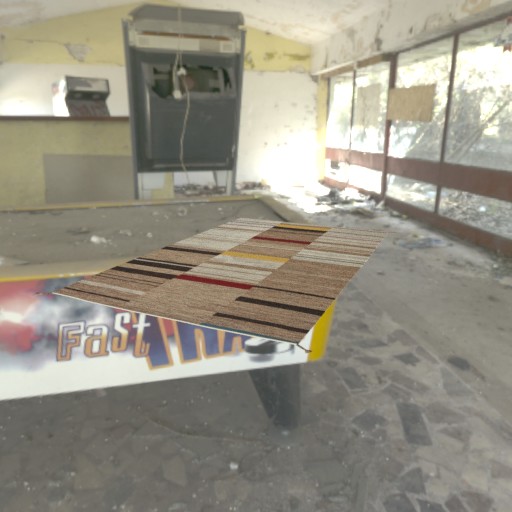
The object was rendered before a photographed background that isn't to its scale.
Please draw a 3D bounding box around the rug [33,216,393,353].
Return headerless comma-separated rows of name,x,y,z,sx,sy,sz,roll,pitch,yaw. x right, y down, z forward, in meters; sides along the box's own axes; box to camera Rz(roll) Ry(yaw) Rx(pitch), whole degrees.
rug,0.000,0.000,2.487,1.268,0.007,1.918,8,18,24
